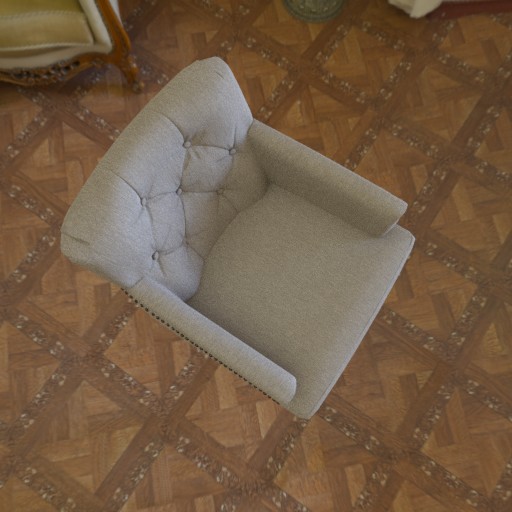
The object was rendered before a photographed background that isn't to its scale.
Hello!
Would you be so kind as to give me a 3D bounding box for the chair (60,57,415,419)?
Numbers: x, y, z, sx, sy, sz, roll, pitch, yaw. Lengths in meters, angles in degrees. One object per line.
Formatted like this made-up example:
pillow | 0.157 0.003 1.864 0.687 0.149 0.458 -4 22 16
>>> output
chair | 0.000 0.000 1.534 0.902 0.823 0.737 32 78 8
